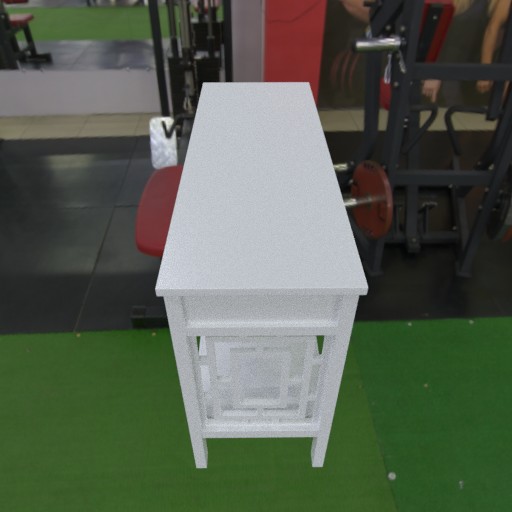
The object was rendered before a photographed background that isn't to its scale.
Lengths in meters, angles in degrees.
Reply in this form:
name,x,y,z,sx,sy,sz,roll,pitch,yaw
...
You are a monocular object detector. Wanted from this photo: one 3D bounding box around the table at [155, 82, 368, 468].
name,x,y,z,sx,sy,sz,roll,pitch,yaw
table,0.000,0.000,1.451,0.397,0.753,1.068,0,40,0
